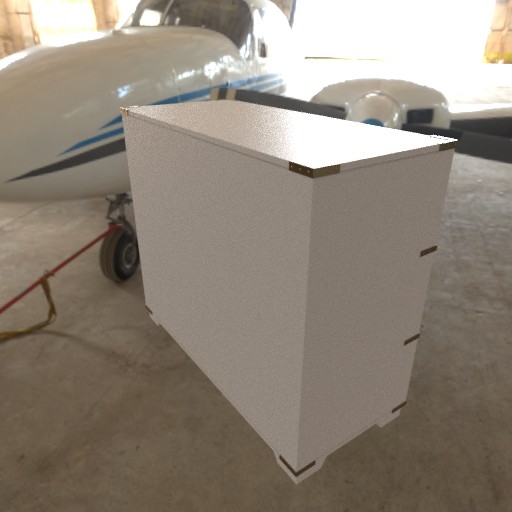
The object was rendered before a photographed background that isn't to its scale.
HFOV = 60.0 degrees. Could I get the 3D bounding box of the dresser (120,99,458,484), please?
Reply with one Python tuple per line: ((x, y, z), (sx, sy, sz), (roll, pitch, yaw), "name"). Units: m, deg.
((0.000, 0.000, 1.506), (0.460, 0.891, 1.022), (-17, 31, -31), "dresser")
